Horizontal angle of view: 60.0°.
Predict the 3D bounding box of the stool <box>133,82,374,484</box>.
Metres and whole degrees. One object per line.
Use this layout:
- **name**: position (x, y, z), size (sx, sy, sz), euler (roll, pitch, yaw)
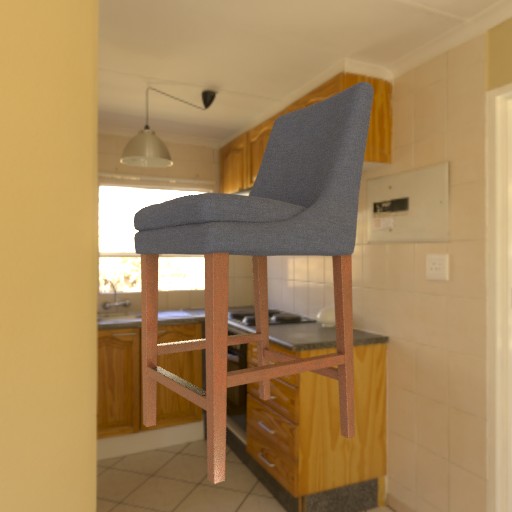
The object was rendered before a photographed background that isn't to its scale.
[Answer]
- **stool**: position (0.000, 0.000, 1.267), size (0.577, 0.981, 0.470), euler (0, 0, -35)
